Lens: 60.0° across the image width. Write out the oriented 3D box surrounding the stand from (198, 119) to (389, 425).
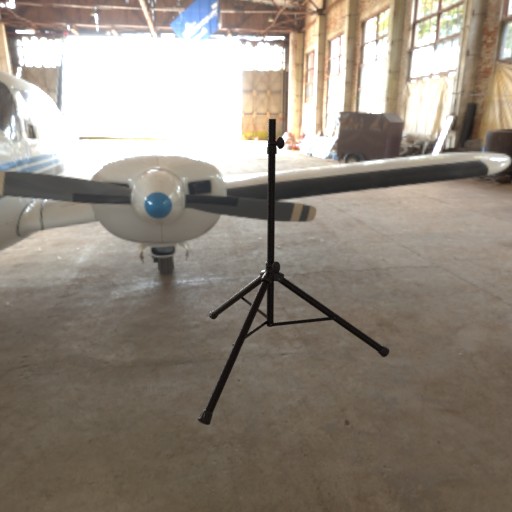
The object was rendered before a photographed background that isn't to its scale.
[{"bbox_3d":[0.000,0.000,1.919,1.045,1.136,0.907,9,19,27],"label":"stand"}]
